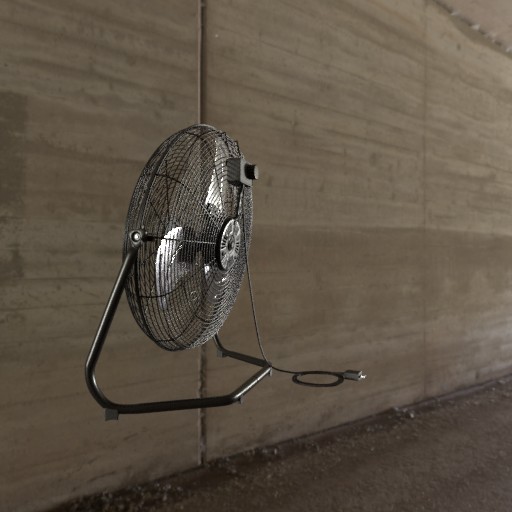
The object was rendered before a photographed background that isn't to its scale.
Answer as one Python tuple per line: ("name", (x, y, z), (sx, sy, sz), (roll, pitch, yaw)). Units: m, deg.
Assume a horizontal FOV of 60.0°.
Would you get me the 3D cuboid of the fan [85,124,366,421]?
("fan", (0.000, 0.000, 1.016), (0.470, 0.605, 0.595), (0, 0, 18))
